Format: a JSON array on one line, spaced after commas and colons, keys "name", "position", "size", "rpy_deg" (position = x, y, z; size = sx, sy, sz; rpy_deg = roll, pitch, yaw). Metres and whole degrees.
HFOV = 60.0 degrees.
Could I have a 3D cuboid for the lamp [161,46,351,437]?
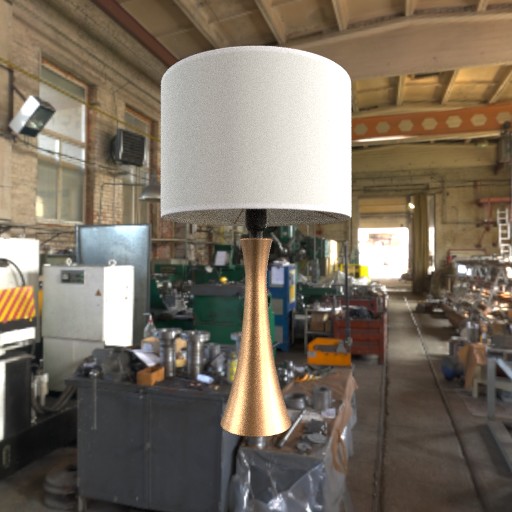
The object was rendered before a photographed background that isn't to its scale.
[{"name": "lamp", "position": [0.000, 0.000, 0.638], "size": [0.268, 0.479, 0.268], "rpy_deg": [0, -1, -16]}]
